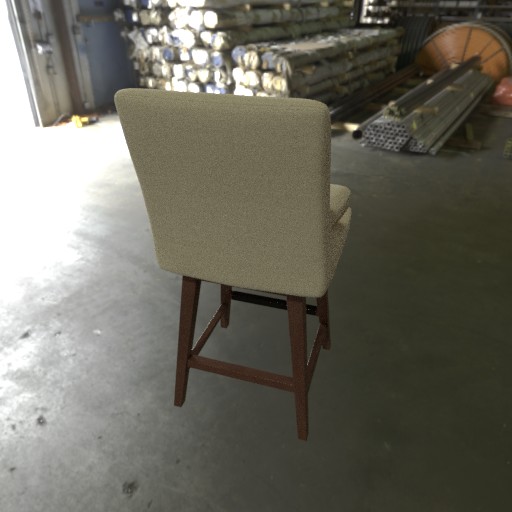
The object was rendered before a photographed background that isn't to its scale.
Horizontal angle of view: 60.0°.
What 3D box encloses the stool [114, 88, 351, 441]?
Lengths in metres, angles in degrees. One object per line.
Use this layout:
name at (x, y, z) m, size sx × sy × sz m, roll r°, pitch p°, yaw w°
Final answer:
stool at (0.000, 0.000, 1.291) m, size 0.483 × 0.991 × 0.559 m, roll 9°, pitch 32°, yaw 15°
